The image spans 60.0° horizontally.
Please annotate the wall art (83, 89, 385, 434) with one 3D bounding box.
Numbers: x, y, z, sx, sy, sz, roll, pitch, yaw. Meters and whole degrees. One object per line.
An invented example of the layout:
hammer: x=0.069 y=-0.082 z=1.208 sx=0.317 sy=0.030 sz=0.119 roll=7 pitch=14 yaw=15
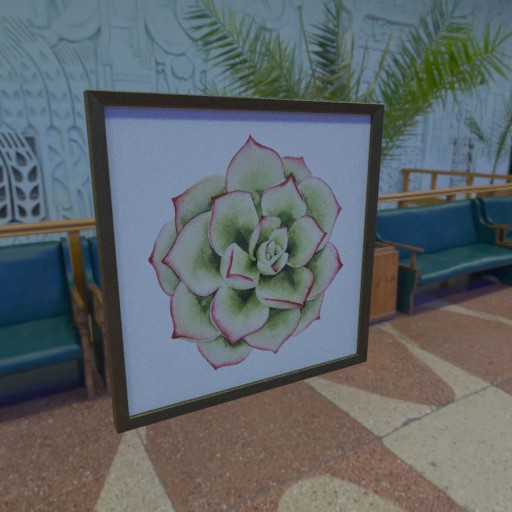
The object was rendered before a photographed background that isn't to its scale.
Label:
wall art: x=0.000 y=0.000 z=0.753 sx=0.503 sy=0.506 sz=0.031 roll=-8 pitch=16 yaw=-27
